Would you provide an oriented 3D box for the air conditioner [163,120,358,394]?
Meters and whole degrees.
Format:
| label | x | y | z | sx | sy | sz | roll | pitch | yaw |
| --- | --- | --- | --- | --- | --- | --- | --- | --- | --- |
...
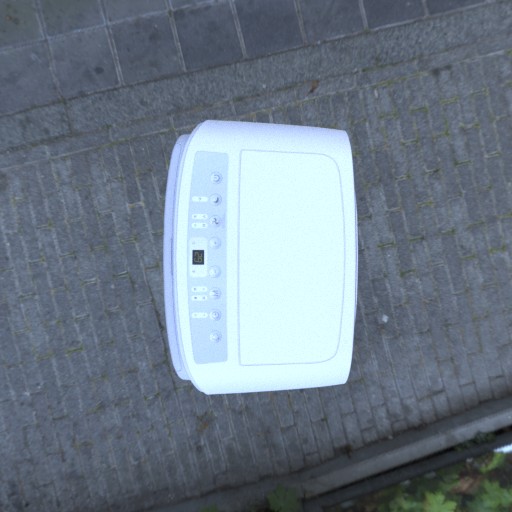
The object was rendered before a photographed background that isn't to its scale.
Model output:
| label | x | y | z | sx | sy | sz | roll | pitch | yaw |
| --- | --- | --- | --- | --- | --- | --- | --- | --- | --- |
| air conditioner | 0.000 | 0.000 | 0.979 | 0.365 | 0.700 | 0.454 | 0 | 90 | 0 |
